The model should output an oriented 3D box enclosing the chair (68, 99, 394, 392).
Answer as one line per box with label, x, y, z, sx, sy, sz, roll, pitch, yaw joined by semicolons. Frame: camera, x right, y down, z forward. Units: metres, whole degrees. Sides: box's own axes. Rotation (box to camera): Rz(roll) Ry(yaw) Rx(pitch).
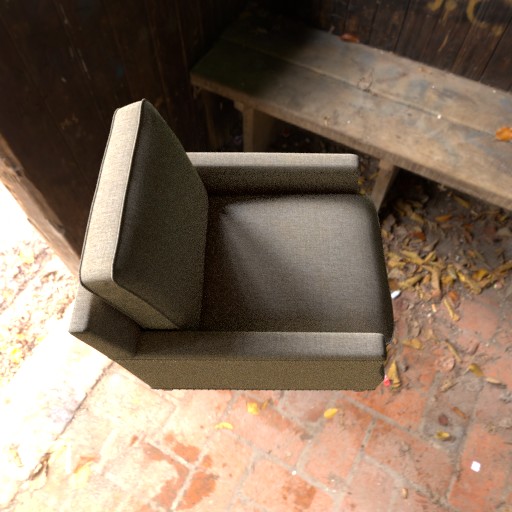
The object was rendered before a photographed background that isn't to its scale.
chair;0.000;0.000;1.675;1.014;0.943;0.853;0;61;0
